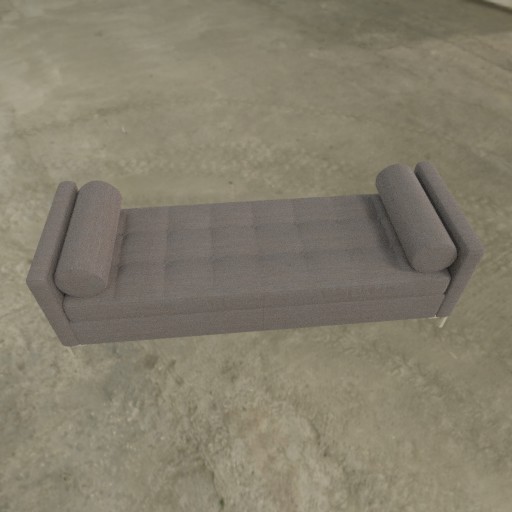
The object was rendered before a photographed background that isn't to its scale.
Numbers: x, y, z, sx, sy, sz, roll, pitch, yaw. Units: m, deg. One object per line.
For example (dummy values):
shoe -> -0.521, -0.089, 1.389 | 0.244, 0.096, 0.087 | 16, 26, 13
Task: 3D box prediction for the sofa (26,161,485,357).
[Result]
sofa -> 0.000, 0.000, 2.334 | 1.981, 0.635, 0.686 | -4, 47, -4
